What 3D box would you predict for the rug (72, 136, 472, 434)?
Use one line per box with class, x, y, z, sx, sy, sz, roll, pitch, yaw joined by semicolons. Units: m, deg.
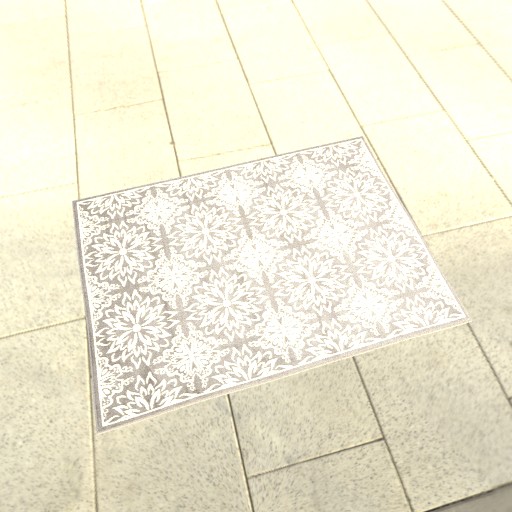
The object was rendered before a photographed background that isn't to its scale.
rug;0.000;0.000;2.873;2.213;0.014;1.608;-14;60;-9
